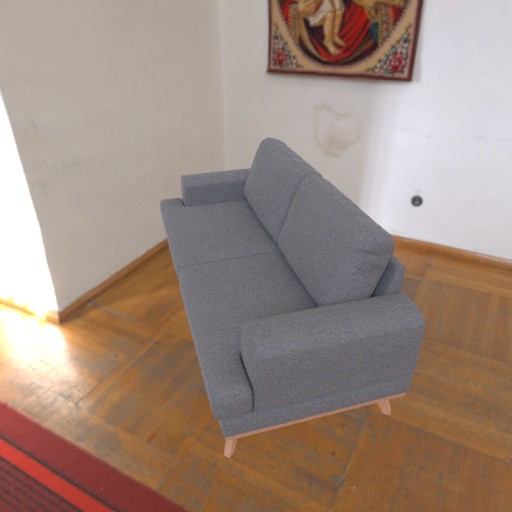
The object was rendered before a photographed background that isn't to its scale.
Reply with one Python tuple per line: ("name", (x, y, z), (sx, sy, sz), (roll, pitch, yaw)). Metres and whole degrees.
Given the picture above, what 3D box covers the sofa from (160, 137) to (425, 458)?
("sofa", (0.000, 0.000, 2.191), (0.785, 0.810, 1.650), (-9, 33, -14))
